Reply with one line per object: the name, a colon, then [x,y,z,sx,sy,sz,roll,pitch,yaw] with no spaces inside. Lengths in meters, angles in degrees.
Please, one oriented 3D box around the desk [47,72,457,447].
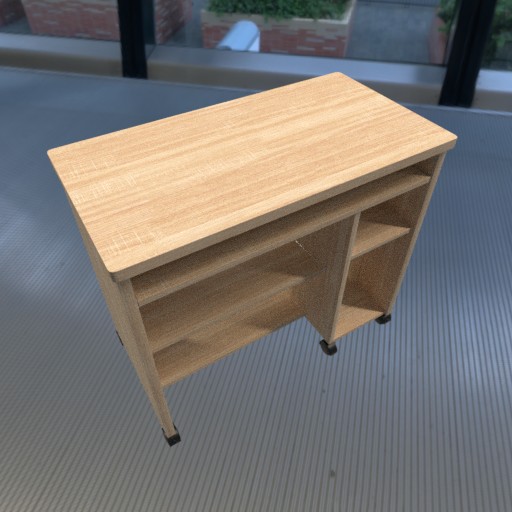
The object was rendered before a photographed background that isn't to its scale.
desk: [0.000,0.000,1.344,0.884,0.770,0.480,-23,49,-22]
